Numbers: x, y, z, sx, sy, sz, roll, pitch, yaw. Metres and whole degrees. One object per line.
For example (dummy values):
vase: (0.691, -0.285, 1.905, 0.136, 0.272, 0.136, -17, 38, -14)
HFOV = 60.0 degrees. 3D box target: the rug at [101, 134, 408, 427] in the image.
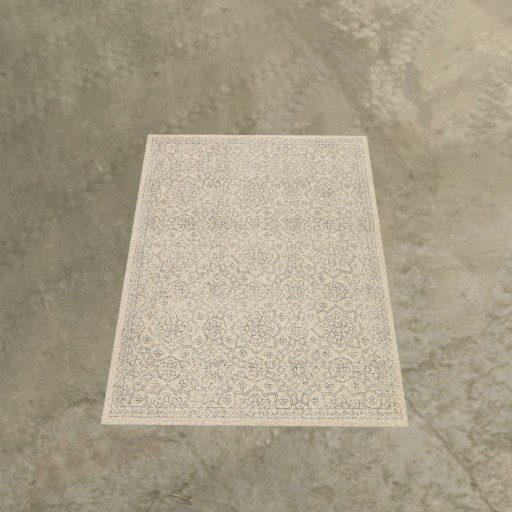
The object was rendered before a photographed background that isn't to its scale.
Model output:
rug: (0.000, 0.000, 4.231, 2.441, 0.015, 3.050, 0, 62, 0)
